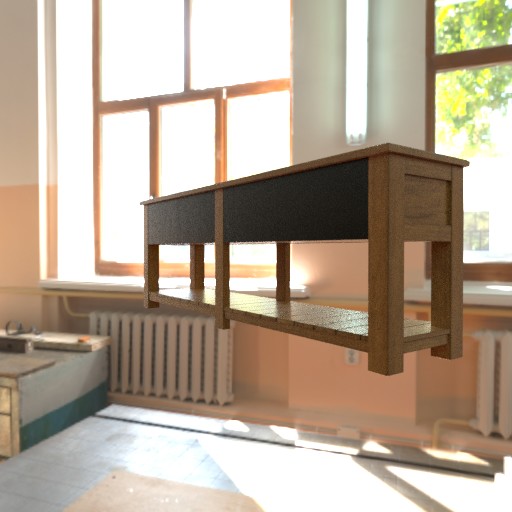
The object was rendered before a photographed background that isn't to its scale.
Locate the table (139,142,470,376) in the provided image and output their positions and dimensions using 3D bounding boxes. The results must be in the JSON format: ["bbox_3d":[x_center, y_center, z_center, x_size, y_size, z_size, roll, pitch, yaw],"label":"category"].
[{"bbox_3d":[0.000,0.000,2.050,0.425,0.635,1.815,-1,1,-35],"label":"table"}]
